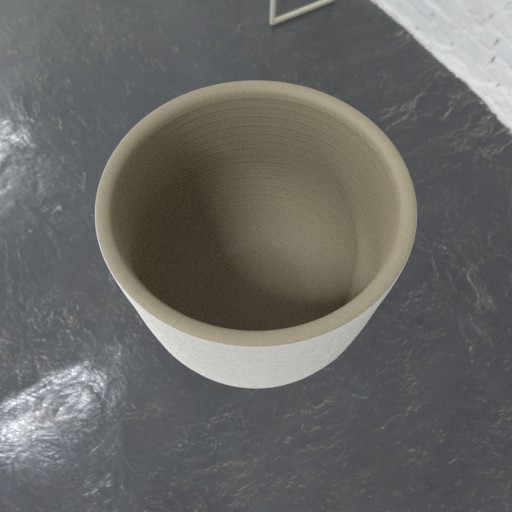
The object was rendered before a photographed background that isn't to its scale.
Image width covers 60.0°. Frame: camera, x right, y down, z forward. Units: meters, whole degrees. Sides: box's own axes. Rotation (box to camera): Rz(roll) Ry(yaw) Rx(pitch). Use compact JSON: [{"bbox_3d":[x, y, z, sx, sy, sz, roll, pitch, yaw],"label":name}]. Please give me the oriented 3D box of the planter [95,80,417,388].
[{"bbox_3d":[0.000,0.000,0.220,0.124,0.109,0.124,0,62,0],"label":"planter"}]
